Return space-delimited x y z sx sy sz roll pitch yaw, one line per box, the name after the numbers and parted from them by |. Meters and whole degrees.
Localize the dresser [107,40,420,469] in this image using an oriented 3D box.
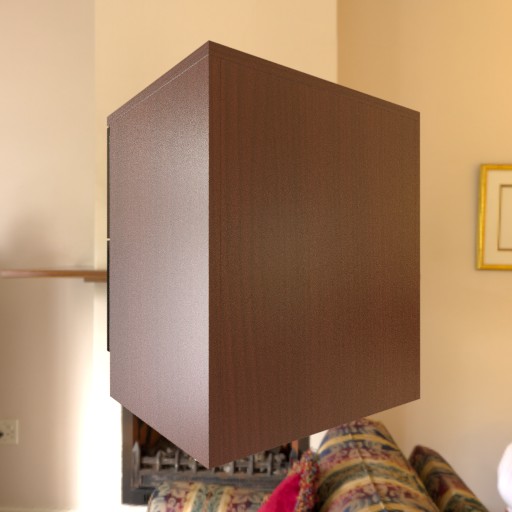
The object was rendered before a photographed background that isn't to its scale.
0.000 0.000 0.747 0.400 0.470 0.360 0 0 -37 | dresser
